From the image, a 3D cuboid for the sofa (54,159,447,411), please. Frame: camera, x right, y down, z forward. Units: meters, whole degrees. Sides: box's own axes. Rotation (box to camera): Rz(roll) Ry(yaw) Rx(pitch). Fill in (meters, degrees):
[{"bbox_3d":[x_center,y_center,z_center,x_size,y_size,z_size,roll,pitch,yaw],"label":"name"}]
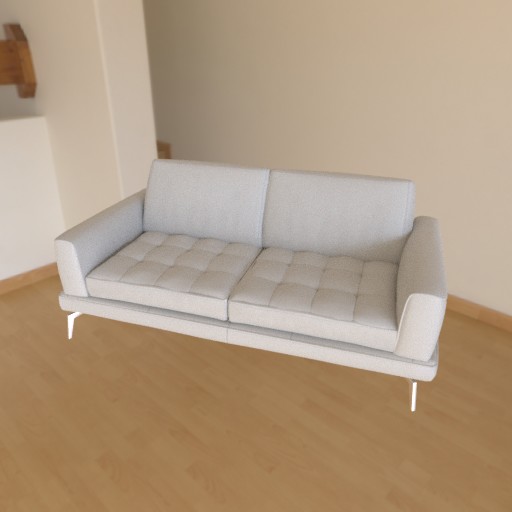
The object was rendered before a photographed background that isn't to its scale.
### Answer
[{"bbox_3d":[0.000,0.000,2.732,2.177,0.930,1.121,8,27,16],"label":"sofa"}]
